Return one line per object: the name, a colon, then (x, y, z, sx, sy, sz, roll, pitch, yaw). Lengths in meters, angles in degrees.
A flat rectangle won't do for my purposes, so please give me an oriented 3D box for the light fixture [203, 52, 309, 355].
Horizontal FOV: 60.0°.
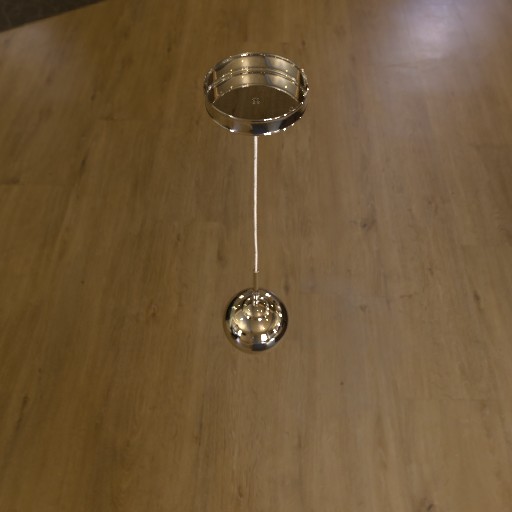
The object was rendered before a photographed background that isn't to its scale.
light fixture: (0.000, 0.000, 1.696, 0.336, 1.538, 0.336, 16, 60, 10)
